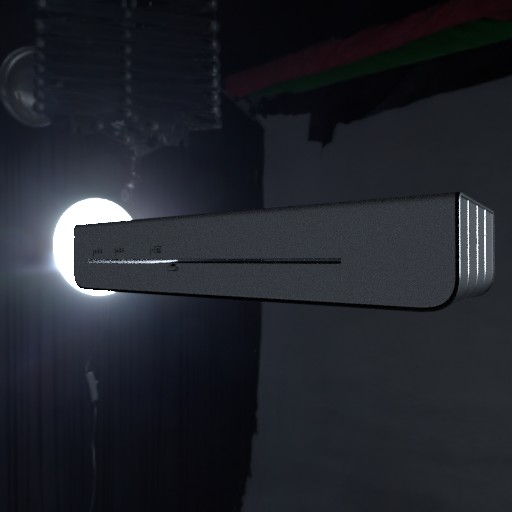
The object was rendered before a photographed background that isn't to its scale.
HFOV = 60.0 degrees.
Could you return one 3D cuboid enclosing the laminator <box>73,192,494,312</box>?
[{"bbox_3d":[0.000,0.000,0.370,0.340,0.062,0.123,0,-1,36],"label":"laminator"}]
